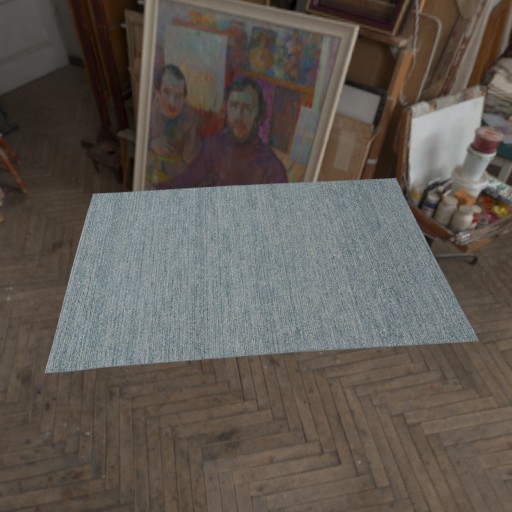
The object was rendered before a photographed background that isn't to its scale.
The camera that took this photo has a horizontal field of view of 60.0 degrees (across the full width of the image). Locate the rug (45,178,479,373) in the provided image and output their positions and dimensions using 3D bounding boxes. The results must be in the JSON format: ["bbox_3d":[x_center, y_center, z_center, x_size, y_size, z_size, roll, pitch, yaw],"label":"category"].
[{"bbox_3d":[0.000,0.000,2.278,1.853,0.022,1.174,-3,47,-3],"label":"rug"}]
